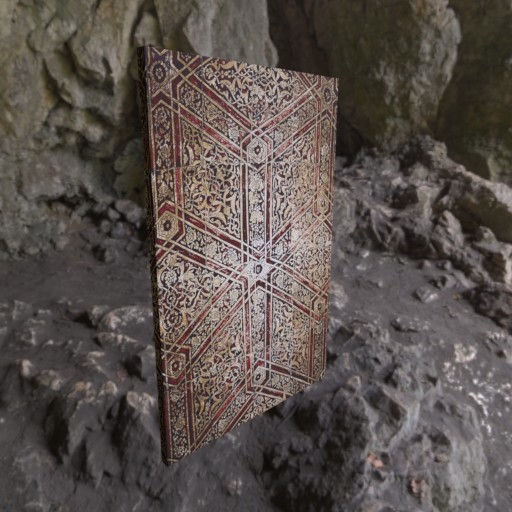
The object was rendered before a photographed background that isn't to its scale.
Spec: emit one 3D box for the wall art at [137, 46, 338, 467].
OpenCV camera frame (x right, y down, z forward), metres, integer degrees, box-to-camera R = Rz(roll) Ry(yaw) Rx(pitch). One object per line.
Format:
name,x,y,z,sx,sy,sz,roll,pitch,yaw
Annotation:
wall art,0.000,0.000,0.752,0.397,0.599,0.020,-13,19,-42
